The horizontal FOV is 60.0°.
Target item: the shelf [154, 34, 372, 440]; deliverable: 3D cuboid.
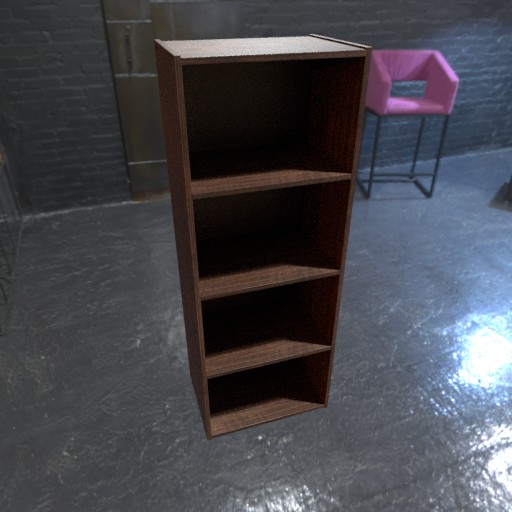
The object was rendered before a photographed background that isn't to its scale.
[{"bbox_3d":[0.000,0.000,1.262,0.415,1.099,0.290,-10,33,-15],"label":"shelf"}]
